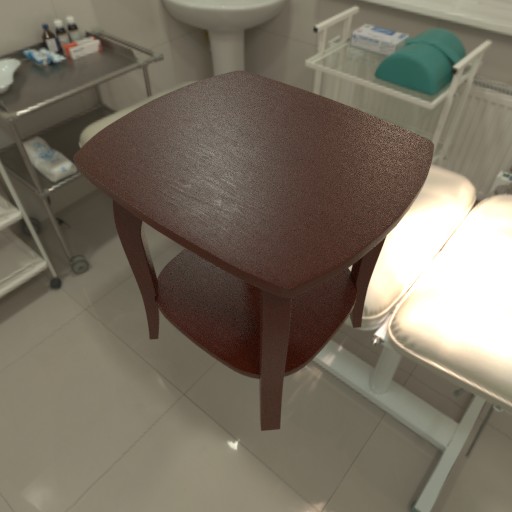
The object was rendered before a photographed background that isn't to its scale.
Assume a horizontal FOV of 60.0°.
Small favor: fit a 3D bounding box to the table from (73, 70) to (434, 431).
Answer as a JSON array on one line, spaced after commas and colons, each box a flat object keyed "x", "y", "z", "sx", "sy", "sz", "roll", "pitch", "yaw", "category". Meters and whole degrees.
[{"x": 0.000, "y": 0.000, "z": 0.887, "sx": 0.502, "sy": 0.496, "sz": 0.433, "roll": 31, "pitch": 54, "yaw": 26, "category": "table"}]
